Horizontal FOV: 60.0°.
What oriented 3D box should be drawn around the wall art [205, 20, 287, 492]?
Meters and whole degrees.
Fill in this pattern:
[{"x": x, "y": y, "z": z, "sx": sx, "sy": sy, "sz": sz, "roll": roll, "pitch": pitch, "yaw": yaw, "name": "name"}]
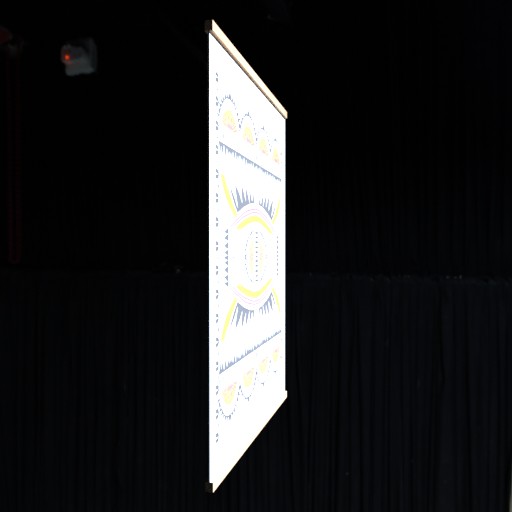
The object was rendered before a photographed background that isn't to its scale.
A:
[{"x": 0.000, "y": 0.000, "z": 1.916, "sx": 0.028, "sy": 1.533, "sz": 0.999, "roll": 0, "pitch": 1, "yaw": 18, "name": "wall art"}]
